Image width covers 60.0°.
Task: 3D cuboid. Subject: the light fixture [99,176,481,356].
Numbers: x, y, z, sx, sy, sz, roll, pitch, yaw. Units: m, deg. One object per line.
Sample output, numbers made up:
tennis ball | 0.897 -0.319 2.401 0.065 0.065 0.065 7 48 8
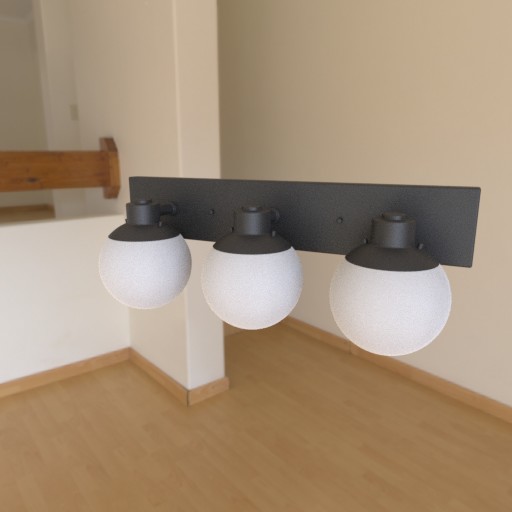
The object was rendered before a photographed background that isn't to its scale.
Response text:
light fixture | 0.000 0.000 0.820 0.721 0.263 0.218 6 15 25
